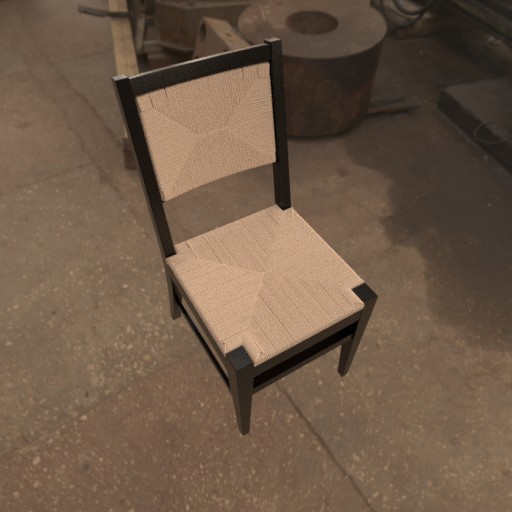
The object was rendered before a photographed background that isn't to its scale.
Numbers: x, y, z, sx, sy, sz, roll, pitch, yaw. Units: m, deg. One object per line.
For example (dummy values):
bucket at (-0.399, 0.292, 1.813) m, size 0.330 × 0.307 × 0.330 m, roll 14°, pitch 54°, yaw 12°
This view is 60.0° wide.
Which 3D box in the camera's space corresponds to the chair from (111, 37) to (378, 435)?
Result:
chair at (0.000, 0.000, 1.245) m, size 0.437 × 0.927 × 0.552 m, roll -24°, pitch 52°, yaw -20°
